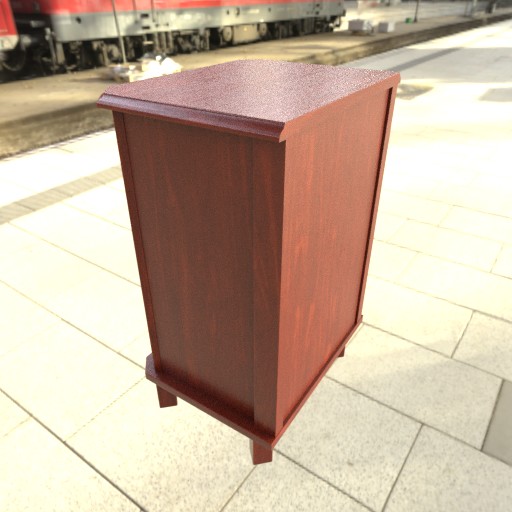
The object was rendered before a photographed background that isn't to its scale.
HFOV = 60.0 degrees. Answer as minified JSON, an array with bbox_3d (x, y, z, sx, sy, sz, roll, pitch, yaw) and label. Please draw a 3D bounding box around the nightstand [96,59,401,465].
[{"bbox_3d":[0.000,0.000,0.909,0.351,0.681,0.435,19,36,28],"label":"nightstand"}]
